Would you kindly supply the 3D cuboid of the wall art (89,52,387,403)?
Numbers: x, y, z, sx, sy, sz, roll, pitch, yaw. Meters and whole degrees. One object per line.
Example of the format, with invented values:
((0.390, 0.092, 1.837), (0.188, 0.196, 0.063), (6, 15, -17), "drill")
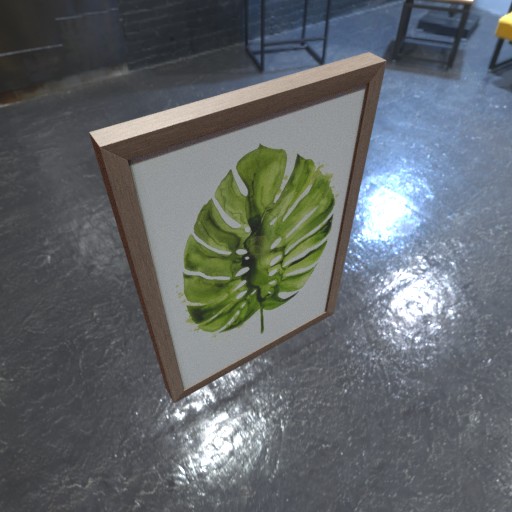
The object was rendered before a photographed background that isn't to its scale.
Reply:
((0.000, 0.000, 0.663), (0.358, 0.510, 0.032), (-25, 51, -22), "wall art")
